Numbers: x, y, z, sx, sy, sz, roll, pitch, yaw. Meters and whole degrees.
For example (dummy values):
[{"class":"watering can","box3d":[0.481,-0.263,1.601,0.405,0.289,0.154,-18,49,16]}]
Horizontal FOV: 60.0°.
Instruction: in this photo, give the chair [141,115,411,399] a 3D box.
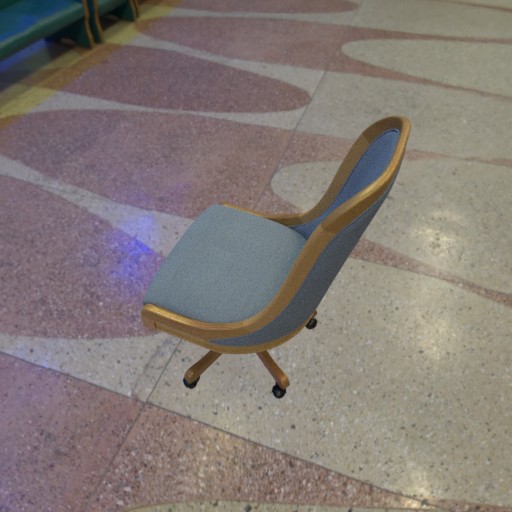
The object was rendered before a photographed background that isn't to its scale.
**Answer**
[{"class":"chair","box3d":[0.000,0.000,1.464,0.735,1.031,0.605,16,48,15]}]
